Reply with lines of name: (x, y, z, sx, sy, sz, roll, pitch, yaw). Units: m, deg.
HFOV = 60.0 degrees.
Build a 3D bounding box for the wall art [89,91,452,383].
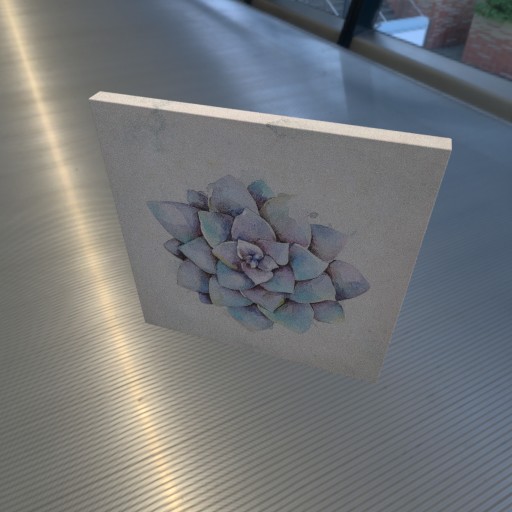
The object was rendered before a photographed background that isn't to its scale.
wall art: (0.000, 0.000, 0.931, 0.612, 0.612, 0.040, 12, 43, 13)
